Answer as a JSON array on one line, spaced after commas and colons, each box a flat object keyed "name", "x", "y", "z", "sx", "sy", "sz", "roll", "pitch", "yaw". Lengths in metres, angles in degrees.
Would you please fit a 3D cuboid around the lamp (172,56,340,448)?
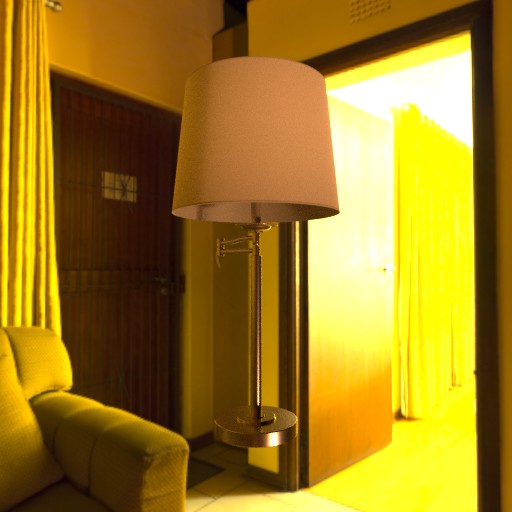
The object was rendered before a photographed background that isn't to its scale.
[{"name": "lamp", "x": 0.000, "y": 0.000, "z": 0.888, "sx": 0.333, "sy": 0.696, "sz": 0.333, "roll": 0, "pitch": -2, "yaw": 0}]
